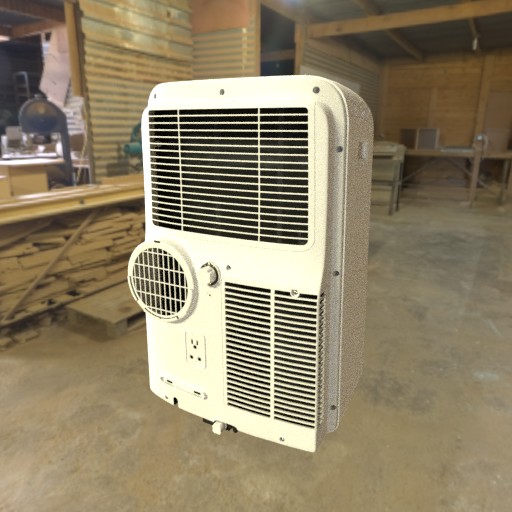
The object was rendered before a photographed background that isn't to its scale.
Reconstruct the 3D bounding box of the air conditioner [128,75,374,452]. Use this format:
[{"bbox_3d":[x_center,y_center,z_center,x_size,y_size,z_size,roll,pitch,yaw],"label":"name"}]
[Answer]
[{"bbox_3d":[0.000,0.000,0.963,0.454,0.700,0.365,9,19,27],"label":"air conditioner"}]
